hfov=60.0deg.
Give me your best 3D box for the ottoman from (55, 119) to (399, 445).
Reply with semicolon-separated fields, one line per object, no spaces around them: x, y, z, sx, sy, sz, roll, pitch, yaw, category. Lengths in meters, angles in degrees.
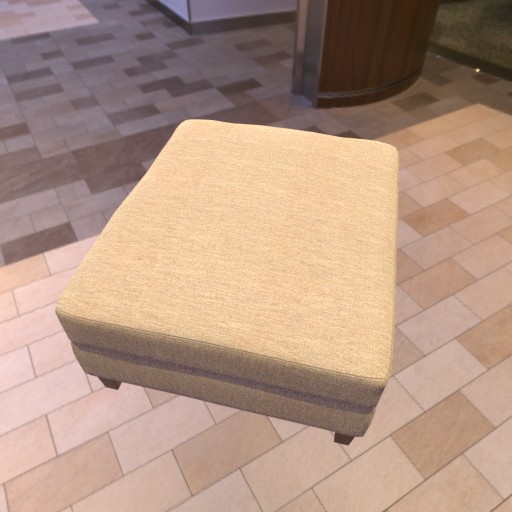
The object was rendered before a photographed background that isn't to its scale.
0.000;0.000;1.469;0.836;0.492;0.976;10;47;9;ottoman
